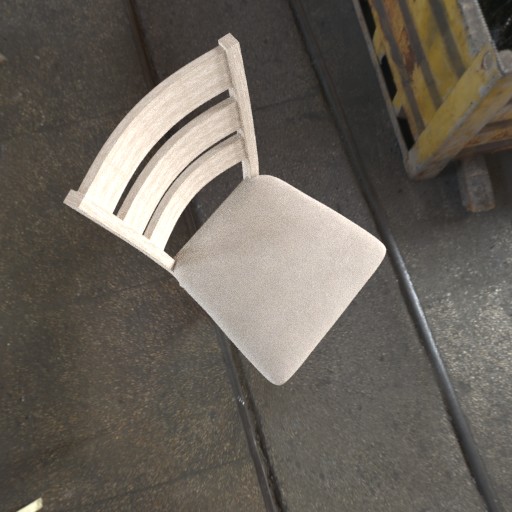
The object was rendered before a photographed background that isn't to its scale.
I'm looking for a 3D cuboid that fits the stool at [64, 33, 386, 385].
[{"bbox_3d":[0.000,0.000,1.273,0.569,1.032,0.484,39,80,8],"label":"stool"}]
